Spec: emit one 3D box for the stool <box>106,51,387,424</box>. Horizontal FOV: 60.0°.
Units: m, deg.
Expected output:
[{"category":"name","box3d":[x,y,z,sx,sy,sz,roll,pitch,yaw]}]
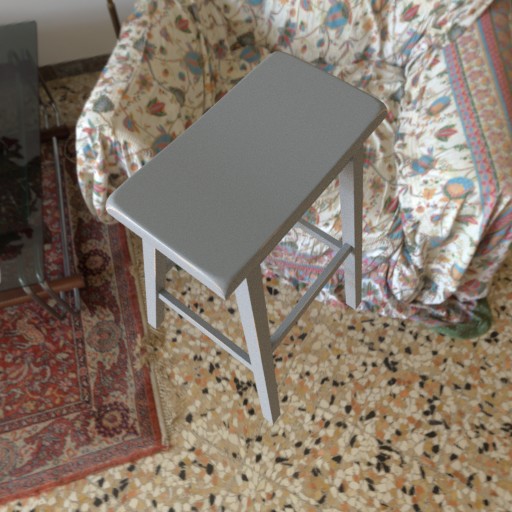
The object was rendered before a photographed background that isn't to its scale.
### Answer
[{"category":"stool","box3d":[0.000,0.000,1.039,0.476,0.737,0.457,35,67,17]}]
